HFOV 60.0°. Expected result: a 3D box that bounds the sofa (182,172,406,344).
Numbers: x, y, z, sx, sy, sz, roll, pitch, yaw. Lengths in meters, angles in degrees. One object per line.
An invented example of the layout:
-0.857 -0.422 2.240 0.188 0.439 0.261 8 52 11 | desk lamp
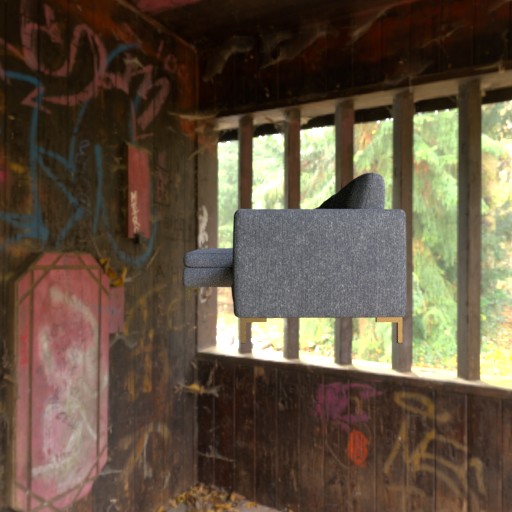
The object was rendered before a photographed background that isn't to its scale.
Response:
0.000 0.000 3.448 1.350 0.810 2.932 0 0 -1 | sofa
